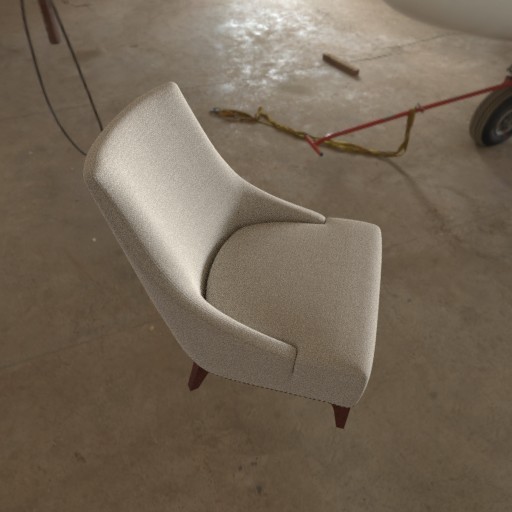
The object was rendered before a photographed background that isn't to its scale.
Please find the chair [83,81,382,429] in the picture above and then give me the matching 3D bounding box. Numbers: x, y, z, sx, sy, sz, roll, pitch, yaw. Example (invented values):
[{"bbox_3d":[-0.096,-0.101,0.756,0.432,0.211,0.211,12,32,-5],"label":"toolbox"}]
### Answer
[{"bbox_3d":[0.000,0.000,1.504,0.861,0.909,0.701,10,46,10],"label":"chair"}]
